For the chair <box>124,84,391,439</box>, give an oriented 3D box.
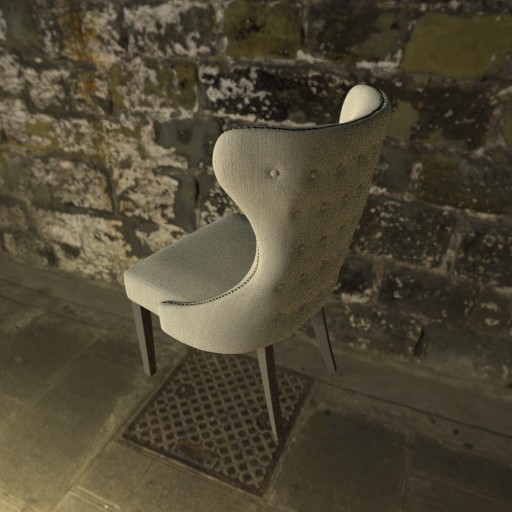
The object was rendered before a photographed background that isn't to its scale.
[{"bbox_3d":[0.000,0.000,1.361,0.635,0.967,0.628,22,37,31],"label":"chair"}]
